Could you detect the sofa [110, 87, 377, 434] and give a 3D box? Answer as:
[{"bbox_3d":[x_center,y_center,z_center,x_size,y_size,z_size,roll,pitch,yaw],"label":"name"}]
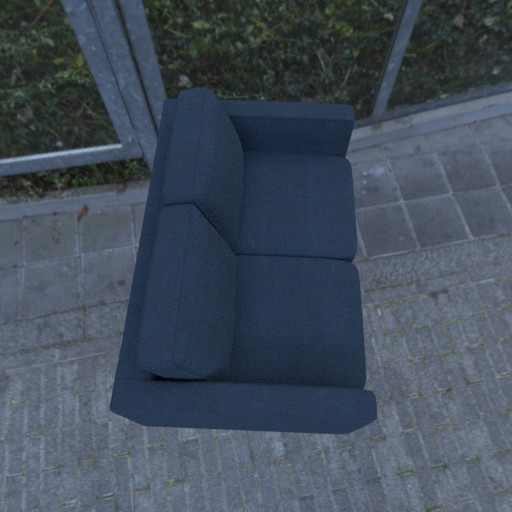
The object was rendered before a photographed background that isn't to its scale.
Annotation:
[{"bbox_3d":[0.000,0.000,2.127,0.999,0.930,1.518,2,64,1],"label":"sofa"}]
